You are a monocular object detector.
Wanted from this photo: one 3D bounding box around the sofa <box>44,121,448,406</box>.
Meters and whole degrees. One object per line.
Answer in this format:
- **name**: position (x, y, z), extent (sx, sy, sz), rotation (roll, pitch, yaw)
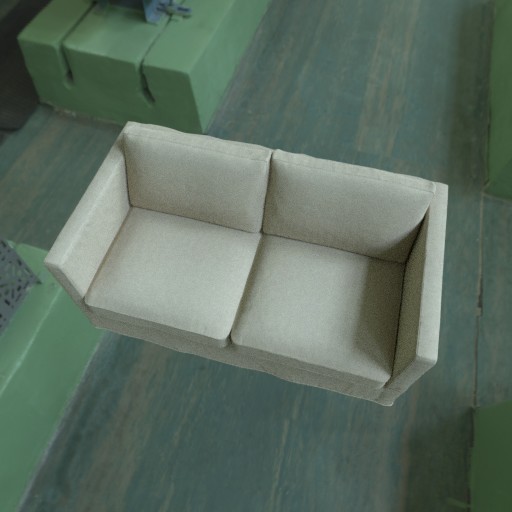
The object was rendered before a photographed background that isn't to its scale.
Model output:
- **sofa**: position (0.000, 0.000, 2.277), extent (1.719, 0.835, 0.962), rotation (13, 60, 8)
